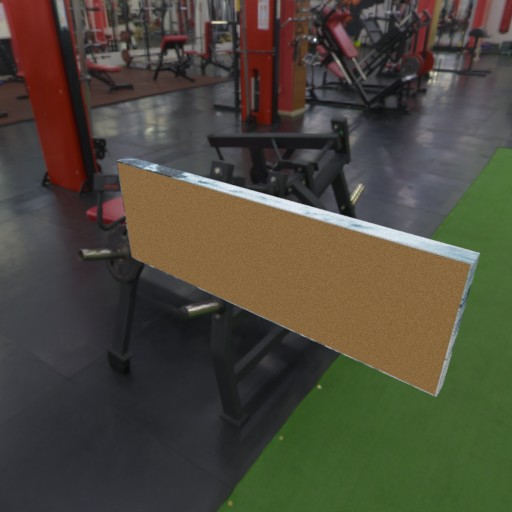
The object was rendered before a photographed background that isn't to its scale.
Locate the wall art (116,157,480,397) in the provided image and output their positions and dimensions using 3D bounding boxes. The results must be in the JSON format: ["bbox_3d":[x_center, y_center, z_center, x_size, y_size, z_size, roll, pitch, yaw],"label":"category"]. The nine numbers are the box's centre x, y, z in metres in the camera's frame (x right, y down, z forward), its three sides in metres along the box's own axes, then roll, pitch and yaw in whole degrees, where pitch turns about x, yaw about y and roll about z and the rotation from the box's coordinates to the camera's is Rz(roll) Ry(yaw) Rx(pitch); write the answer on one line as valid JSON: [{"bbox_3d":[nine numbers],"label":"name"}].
[{"bbox_3d":[0.000,0.000,0.868,0.759,0.251,0.037,20,35,32],"label":"wall art"}]
